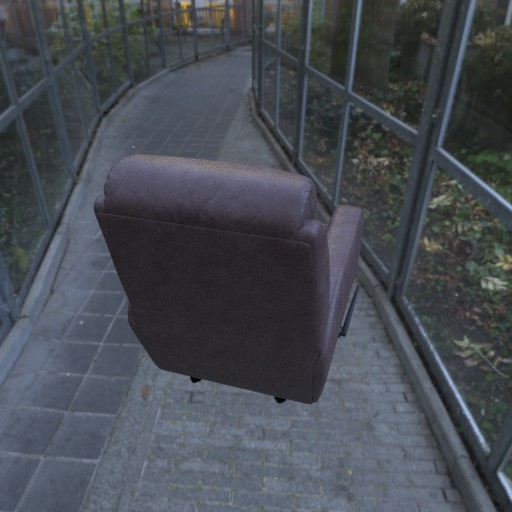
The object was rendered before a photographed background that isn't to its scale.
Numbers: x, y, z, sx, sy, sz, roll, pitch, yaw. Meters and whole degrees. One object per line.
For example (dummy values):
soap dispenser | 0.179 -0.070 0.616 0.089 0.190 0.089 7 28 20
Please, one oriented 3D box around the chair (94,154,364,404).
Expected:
chair | 0.000 0.000 1.849 0.865 1.067 1.067 9 32 14
